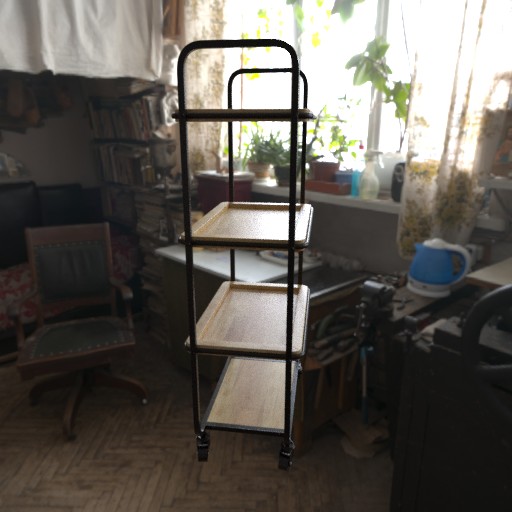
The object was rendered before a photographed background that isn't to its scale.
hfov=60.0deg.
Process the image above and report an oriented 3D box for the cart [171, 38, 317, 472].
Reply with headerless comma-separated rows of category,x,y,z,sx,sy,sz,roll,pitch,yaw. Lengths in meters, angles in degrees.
cart,0.000,0.000,1.310,0.321,1.080,0.545,2,17,8
